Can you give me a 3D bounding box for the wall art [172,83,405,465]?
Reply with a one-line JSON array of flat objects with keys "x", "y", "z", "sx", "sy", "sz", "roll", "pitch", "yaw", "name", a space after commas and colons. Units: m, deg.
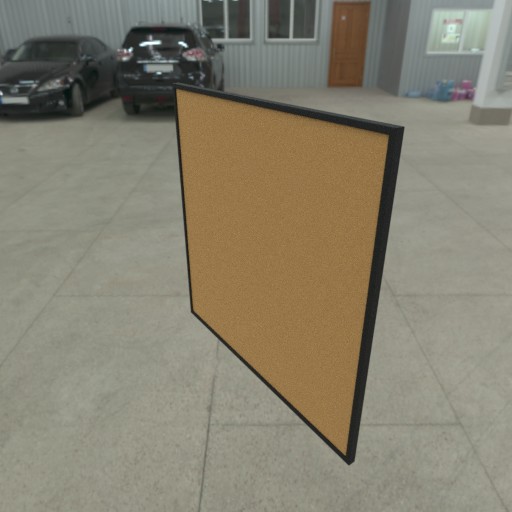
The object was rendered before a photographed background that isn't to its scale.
[{"x": 0.000, "y": 0.000, "z": 0.677, "sx": 0.013, "sy": 0.457, "sz": 0.458, "roll": -18, "pitch": 32, "yaw": -31, "name": "wall art"}]
